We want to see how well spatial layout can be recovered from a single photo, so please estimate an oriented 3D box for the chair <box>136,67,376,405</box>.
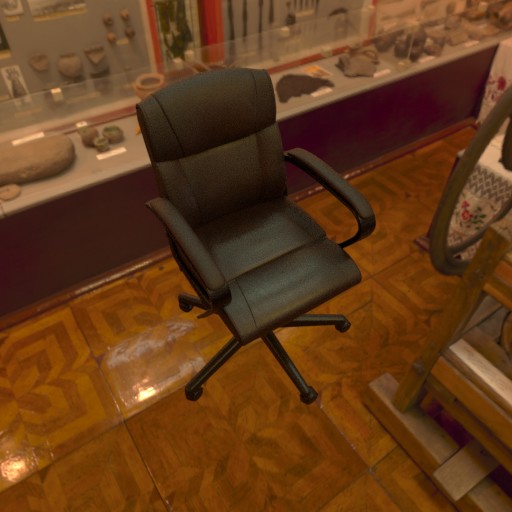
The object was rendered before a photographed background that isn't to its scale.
[{"bbox_3d":[0.000,0.000,1.503,0.739,1.004,0.717,-24,51,-21],"label":"chair"}]
